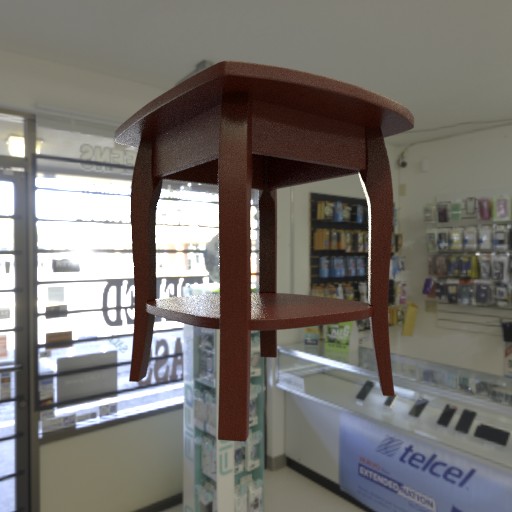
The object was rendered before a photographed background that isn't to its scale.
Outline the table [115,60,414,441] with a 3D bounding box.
[{"bbox_3d":[0.000,0.000,0.845,0.433,0.496,0.502,0,0,-36],"label":"table"}]
